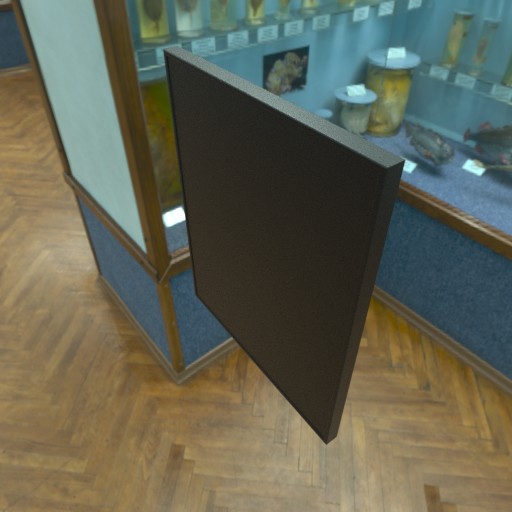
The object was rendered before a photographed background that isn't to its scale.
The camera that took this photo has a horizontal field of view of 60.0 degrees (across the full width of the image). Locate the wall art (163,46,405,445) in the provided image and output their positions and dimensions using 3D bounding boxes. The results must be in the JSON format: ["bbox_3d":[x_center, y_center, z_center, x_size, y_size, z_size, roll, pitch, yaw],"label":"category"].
[{"bbox_3d":[0.000,0.000,0.739,0.028,0.551,0.451,-26,47,-27],"label":"wall art"}]
